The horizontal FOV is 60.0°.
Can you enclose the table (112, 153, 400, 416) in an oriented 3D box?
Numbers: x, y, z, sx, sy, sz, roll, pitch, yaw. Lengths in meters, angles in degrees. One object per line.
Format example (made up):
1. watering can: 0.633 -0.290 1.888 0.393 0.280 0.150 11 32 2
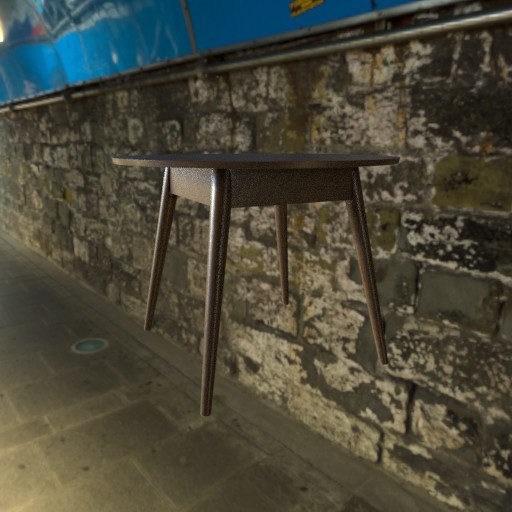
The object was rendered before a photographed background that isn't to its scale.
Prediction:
1. table: 0.000 0.000 1.791 1.053 0.786 1.053 0 14 0
